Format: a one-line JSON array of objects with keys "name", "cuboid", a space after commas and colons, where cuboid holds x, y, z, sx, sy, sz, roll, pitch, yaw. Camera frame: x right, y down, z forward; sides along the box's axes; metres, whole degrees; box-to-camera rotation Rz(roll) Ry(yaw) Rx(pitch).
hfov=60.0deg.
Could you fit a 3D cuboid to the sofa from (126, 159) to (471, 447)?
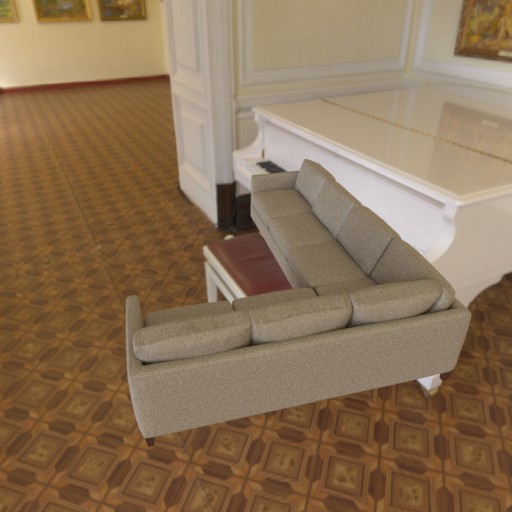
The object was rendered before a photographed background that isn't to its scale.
[{"name": "sofa", "cuboid": [0.000, 0.000, 4.554, 2.593, 0.947, 3.302, -8, 32, -13]}]
